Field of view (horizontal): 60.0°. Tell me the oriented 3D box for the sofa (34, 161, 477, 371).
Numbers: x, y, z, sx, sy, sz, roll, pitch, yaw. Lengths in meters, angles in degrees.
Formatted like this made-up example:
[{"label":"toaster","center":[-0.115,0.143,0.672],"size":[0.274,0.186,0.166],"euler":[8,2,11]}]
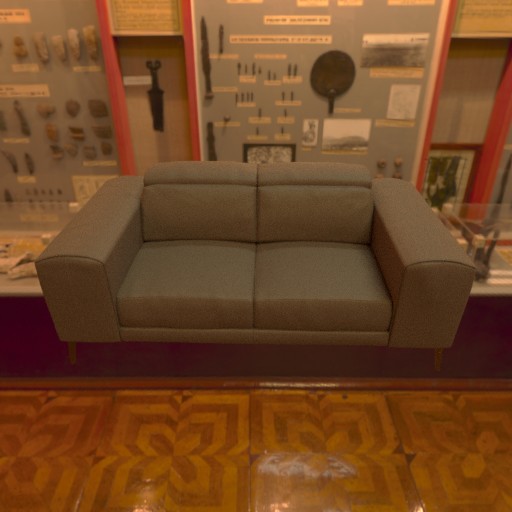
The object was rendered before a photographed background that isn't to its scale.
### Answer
[{"label":"sofa","center":[0.000,0.000,2.393],"size":[1.895,0.779,1.003],"euler":[1,30,1]}]
